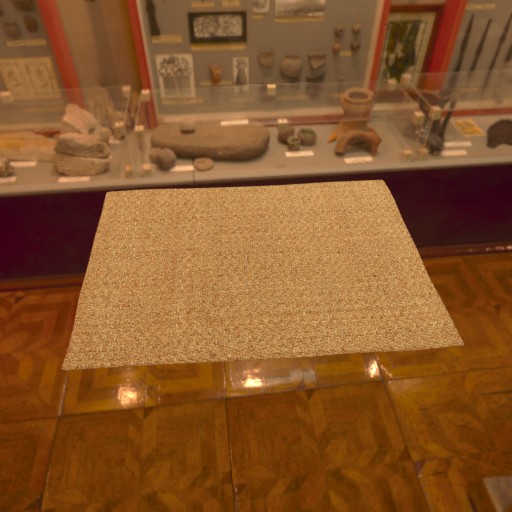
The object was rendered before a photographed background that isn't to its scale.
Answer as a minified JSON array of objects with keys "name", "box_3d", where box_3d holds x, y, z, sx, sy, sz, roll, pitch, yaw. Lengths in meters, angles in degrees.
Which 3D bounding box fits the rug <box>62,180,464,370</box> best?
[{"name":"rug","box_3d":[0.000,0.000,2.868,2.141,0.013,1.566,-3,45,-3]}]
